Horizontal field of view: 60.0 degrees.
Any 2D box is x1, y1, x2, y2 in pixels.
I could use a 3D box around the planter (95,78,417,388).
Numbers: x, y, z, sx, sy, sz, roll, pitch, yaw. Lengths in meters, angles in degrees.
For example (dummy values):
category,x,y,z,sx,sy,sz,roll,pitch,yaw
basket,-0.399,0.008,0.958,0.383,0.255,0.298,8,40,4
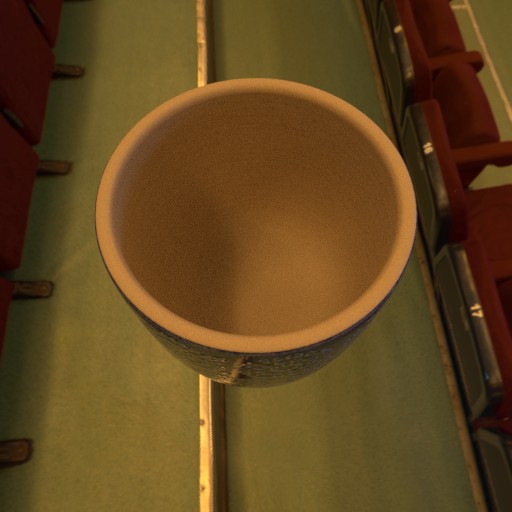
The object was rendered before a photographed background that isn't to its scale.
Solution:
category,x,y,z,sx,sy,sz,roll,pitch,yaw
planter,0.000,0.000,0.292,0.165,0.149,0.165,0,65,0
